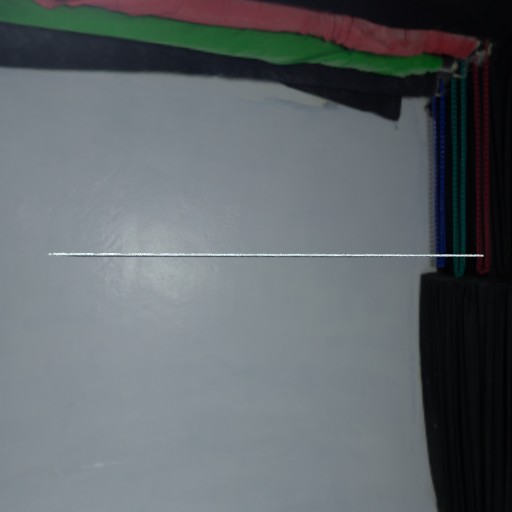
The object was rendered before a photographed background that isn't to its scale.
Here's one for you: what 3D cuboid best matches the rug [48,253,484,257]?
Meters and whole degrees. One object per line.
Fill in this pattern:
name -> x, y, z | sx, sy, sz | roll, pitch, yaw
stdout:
rug -> 0.000, 0.000, 3.074 | 2.457, 0.009, 1.512 | 0, 0, -17
